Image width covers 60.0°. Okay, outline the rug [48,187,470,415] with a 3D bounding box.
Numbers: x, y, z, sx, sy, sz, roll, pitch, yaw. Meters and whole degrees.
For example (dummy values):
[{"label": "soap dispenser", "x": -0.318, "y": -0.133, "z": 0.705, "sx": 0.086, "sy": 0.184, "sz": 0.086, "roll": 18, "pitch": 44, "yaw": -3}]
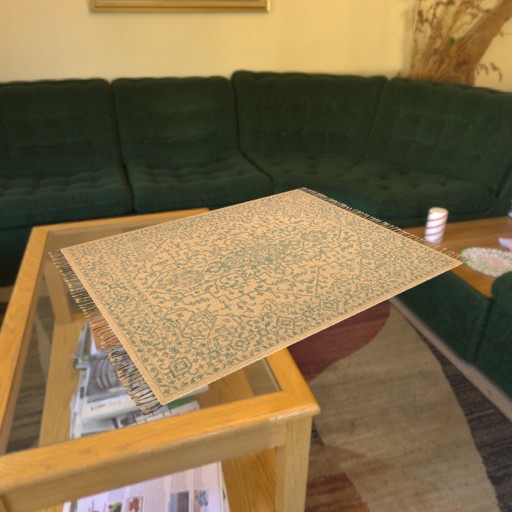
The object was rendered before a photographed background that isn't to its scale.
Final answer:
[{"label": "rug", "x": 0.000, "y": 0.000, "z": 4.285, "sx": 3.327, "sy": 0.010, "sz": 2.464, "roll": -18, "pitch": 33, "yaw": -30}]
